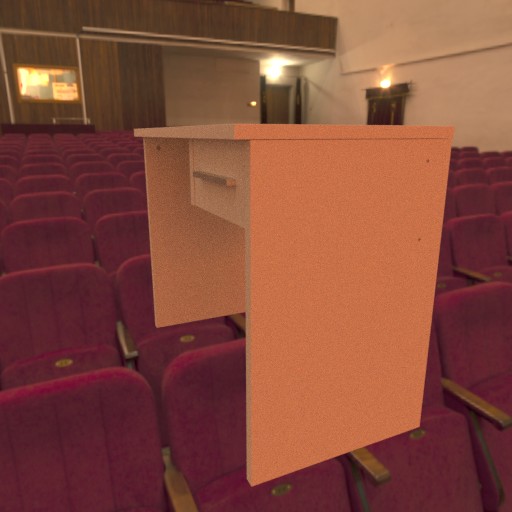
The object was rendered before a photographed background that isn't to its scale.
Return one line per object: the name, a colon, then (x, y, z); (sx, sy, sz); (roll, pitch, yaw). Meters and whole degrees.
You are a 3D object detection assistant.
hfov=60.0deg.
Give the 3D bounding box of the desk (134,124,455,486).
desk: (0.000, 0.000, 1.313); (0.498, 0.729, 0.900); (-7, 17, -24)
